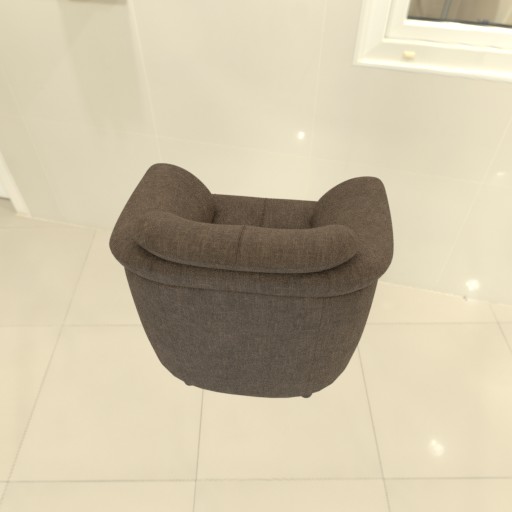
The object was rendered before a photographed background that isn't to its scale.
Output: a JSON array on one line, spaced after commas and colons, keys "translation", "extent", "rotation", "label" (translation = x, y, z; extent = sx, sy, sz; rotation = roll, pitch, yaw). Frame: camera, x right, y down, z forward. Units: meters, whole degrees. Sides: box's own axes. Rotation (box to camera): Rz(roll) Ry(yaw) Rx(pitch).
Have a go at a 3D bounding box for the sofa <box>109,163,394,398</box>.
[{"translation": [0.000, 0.000, 1.533], "extent": [0.870, 0.811, 0.794], "rotation": [5, 46, 4], "label": "sofa"}]
